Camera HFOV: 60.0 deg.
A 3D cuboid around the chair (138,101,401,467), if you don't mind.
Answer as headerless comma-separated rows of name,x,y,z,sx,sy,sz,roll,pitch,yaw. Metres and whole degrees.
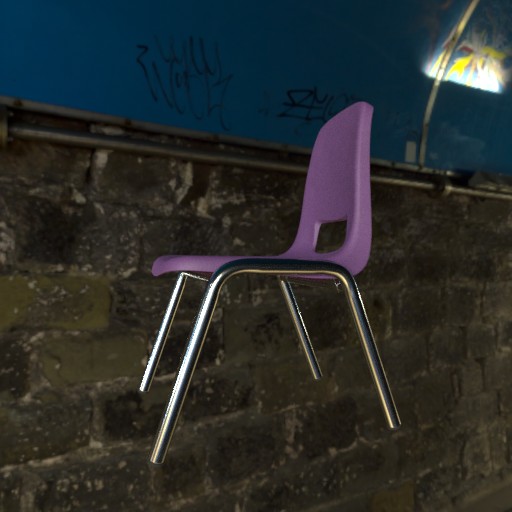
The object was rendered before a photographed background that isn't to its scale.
chair,0.000,0.000,0.834,0.419,0.584,0.356,0,0,-17
